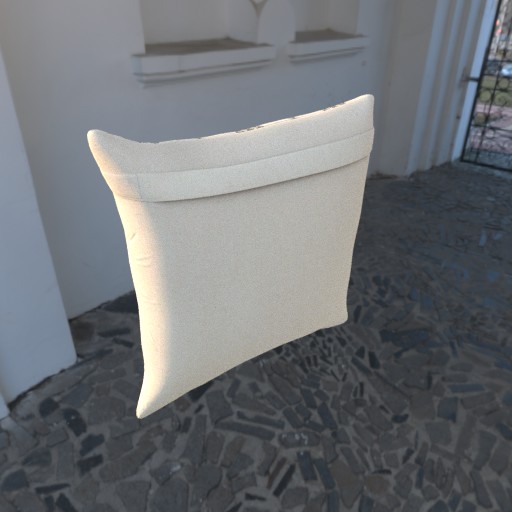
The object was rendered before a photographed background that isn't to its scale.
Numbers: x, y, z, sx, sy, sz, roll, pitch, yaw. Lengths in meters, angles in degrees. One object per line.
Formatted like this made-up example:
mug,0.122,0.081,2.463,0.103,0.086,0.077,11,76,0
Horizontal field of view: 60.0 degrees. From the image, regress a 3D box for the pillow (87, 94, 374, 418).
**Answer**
pillow,0.000,0.000,0.632,0.405,0.406,0.173,-18,34,-29
